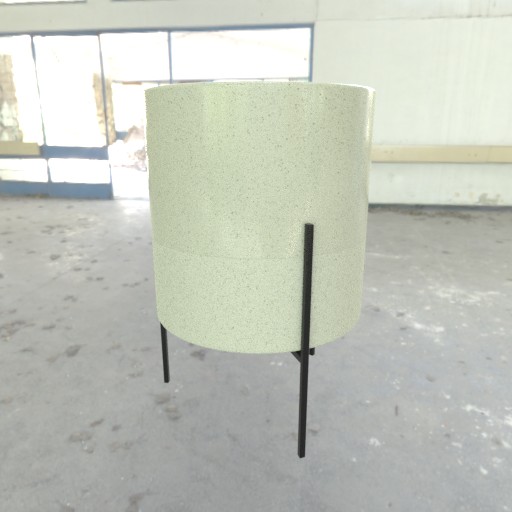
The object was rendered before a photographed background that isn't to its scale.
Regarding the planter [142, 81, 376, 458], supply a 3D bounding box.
[{"bbox_3d":[0.000,0.000,0.680,0.323,0.475,0.314,3,17,10],"label":"planter"}]
